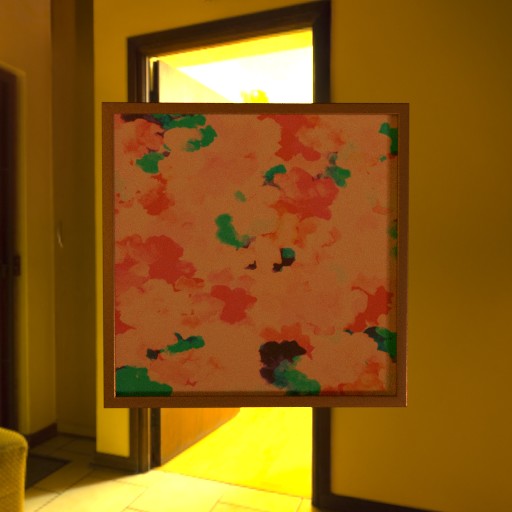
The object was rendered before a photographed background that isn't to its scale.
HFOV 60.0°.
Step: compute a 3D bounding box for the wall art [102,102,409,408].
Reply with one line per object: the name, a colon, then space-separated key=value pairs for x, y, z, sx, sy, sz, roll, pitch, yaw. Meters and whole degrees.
wall art: x=0.000 y=0.000 z=1.129 sx=0.767 sy=0.765 sz=0.036 roll=0 pitch=1 yaw=-1
